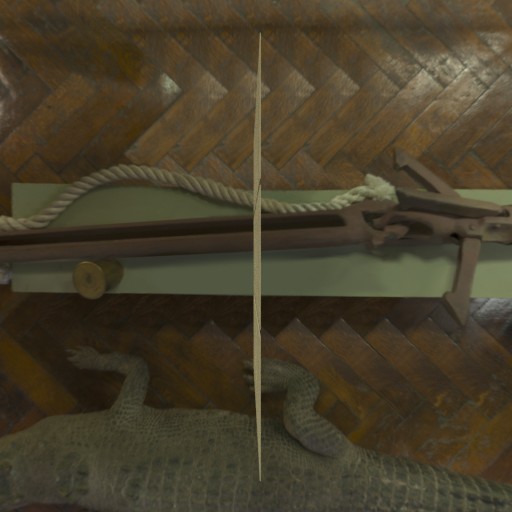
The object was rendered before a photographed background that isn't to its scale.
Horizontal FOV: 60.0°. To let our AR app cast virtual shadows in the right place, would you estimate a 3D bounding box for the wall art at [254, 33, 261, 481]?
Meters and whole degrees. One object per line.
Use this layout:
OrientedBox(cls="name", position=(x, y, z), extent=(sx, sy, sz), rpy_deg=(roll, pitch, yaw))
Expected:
OrientedBox(cls="wall art", position=(0.000, 0.000, 2.252), extent=(0.002, 1.505, 1.517), rpy_deg=(0, 91, -1))
